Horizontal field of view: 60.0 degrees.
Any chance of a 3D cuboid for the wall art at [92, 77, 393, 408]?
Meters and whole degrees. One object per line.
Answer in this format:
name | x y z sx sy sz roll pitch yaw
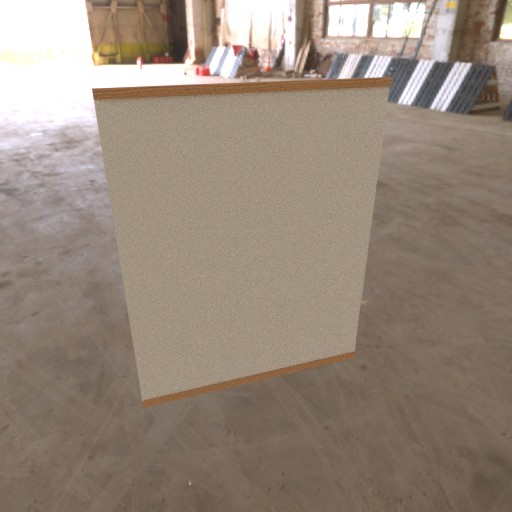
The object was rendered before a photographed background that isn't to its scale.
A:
wall art | 0.000 0.000 0.691 0.404 0.507 0.010 -9 29 -16
